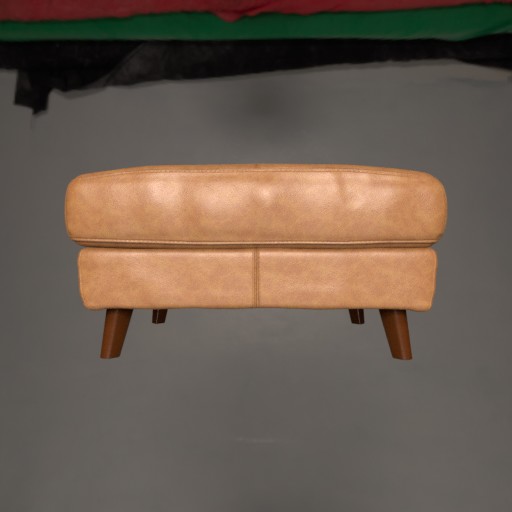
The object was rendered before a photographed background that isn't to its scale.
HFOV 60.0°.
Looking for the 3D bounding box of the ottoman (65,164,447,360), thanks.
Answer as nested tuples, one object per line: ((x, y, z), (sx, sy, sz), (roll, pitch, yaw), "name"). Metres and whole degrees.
((0.000, 0.000, 1.261), (0.869, 0.461, 0.630), (0, 1, 1), "ottoman")
